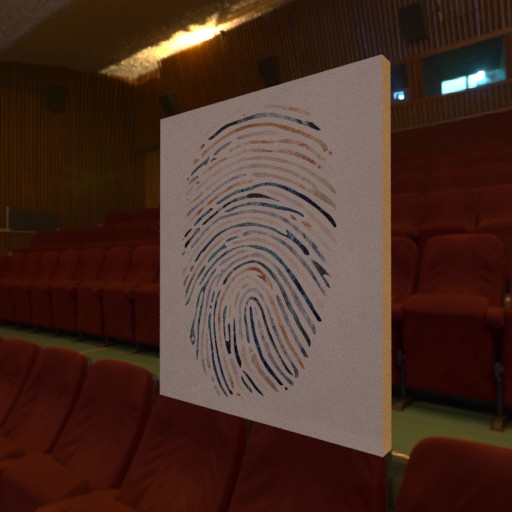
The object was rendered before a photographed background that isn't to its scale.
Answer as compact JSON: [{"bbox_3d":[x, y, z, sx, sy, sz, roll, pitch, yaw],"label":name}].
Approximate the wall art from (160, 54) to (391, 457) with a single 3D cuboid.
[{"bbox_3d":[0.000,0.000,0.836,0.508,0.606,0.037,0,-1,38],"label":"wall art"}]
